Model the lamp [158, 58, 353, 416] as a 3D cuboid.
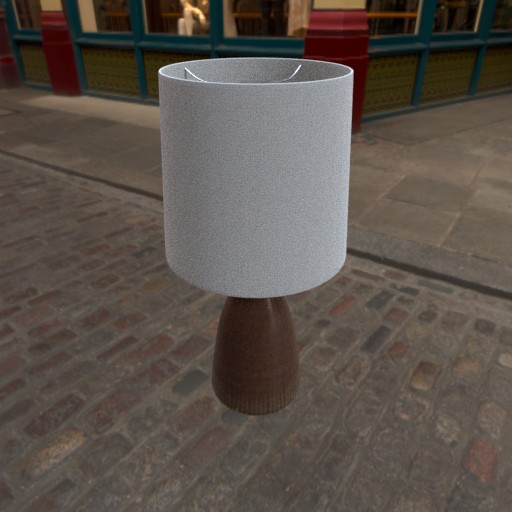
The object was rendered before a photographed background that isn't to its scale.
[{"bbox_3d":[0.000,0.000,0.471,0.186,0.369,0.186,0,30,0],"label":"lamp"}]
